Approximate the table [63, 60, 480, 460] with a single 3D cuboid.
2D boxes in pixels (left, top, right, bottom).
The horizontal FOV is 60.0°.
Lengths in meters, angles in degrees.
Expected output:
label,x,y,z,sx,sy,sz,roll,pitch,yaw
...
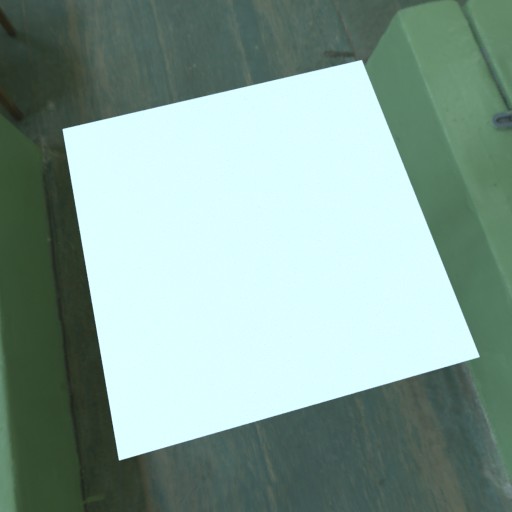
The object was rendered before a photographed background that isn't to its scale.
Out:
label,x,y,z,sx,sy,sz,roll,pitch,yaw
table,0.000,0.000,1.026,0.670,0.305,0.670,-15,75,-4
